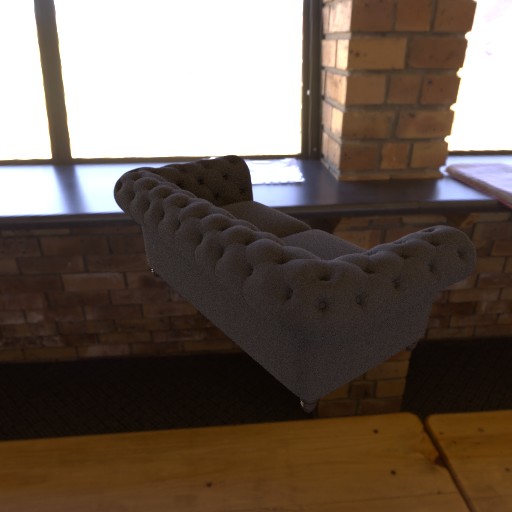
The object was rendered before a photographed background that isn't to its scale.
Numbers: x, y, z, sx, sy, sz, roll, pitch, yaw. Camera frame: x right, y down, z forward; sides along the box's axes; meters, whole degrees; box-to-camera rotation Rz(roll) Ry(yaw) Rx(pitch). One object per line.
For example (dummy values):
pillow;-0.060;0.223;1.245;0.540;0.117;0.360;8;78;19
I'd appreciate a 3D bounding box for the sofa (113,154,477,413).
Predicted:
sofa;0.000;0.000;2.510;0.986;0.764;1.998;-18;31;-32
